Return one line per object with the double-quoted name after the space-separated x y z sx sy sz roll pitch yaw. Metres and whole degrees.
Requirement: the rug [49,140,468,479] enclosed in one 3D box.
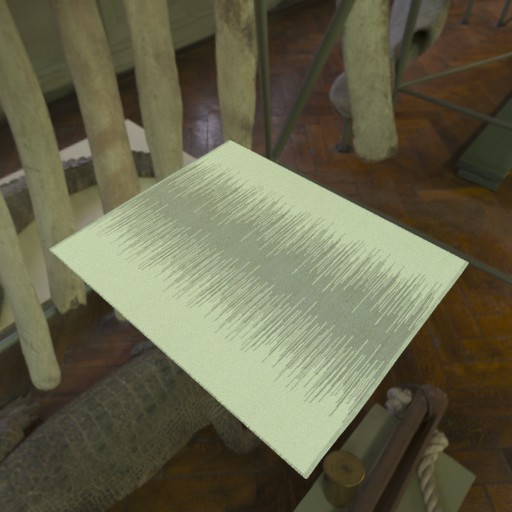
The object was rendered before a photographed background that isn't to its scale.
0.000 0.000 4.099 3.037 0.010 2.453 33 55 27 "rug"
